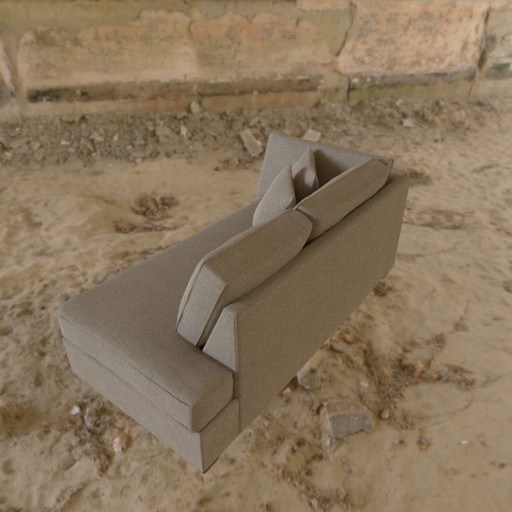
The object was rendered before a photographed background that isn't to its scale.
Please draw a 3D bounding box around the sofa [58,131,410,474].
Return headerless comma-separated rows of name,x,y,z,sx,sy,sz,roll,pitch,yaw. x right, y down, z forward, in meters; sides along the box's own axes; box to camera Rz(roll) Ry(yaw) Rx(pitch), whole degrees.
sofa,0.000,0.000,2.820,1.110,1.019,2.238,22,37,31
